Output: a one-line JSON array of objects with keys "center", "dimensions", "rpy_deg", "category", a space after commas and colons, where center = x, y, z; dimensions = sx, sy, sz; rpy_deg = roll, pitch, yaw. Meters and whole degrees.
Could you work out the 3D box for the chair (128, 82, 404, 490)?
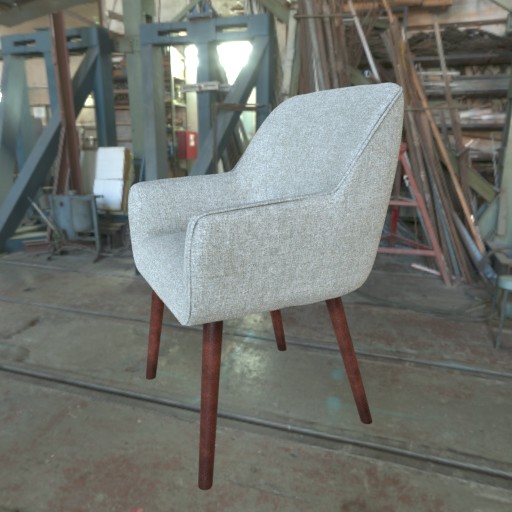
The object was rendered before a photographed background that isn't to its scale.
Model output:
[{"center": [0.000, 0.000, 1.105], "dimensions": [0.519, 0.803, 0.543], "rpy_deg": [-8, 17, -25], "category": "chair"}]
